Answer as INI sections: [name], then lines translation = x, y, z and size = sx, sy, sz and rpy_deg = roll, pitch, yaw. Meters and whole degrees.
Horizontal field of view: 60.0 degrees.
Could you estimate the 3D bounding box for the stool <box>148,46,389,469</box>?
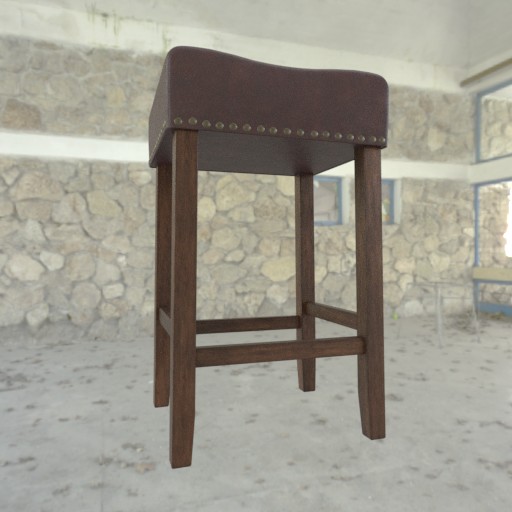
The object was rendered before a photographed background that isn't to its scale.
[stool]
translation = 0.000, 0.000, 1.042
size = 0.465, 0.769, 0.401
rpy_deg = 0, 0, -18
